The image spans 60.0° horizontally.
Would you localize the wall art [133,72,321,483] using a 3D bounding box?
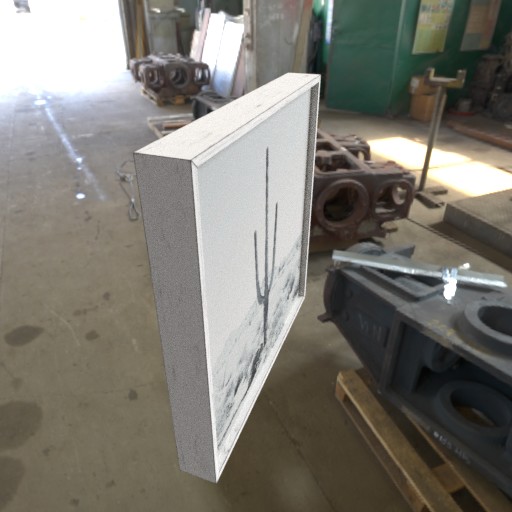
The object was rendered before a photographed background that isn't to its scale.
[{"bbox_3d":[0.000,0.000,0.453,0.038,0.305,0.305,11,33,18],"label":"wall art"}]
